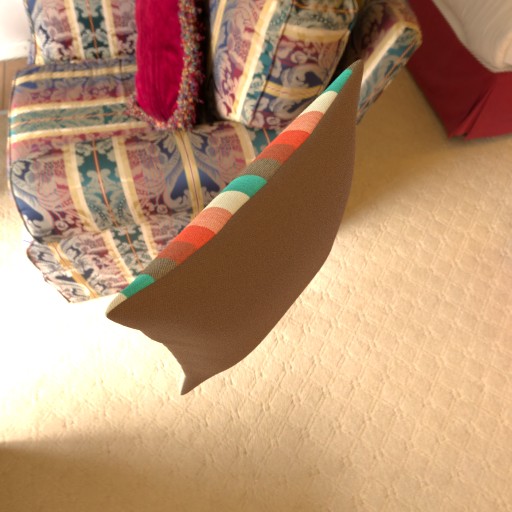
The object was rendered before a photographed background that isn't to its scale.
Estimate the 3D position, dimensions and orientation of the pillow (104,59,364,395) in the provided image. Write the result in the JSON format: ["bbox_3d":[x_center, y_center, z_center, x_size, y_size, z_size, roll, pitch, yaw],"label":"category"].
[{"bbox_3d":[0.000,0.000,0.696,0.168,0.443,0.453,35,68,16],"label":"pillow"}]
